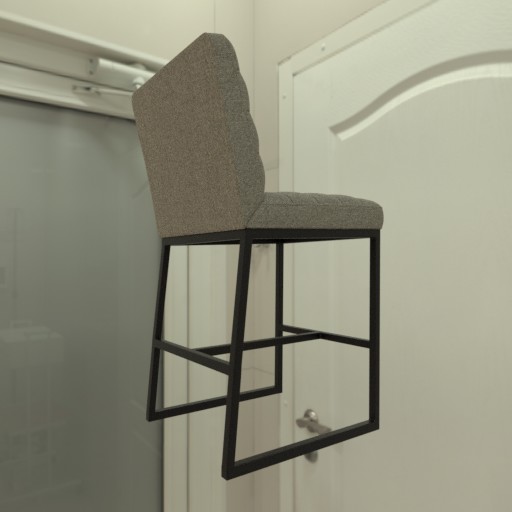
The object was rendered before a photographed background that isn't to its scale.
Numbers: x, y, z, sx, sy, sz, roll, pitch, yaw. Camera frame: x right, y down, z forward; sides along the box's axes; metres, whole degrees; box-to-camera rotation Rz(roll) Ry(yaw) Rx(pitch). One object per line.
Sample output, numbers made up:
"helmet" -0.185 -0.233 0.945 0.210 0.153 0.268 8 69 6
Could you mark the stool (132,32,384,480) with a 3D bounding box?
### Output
"stool" 0.000 0.000 1.236 0.560 0.940 0.460 1 -1 -36
